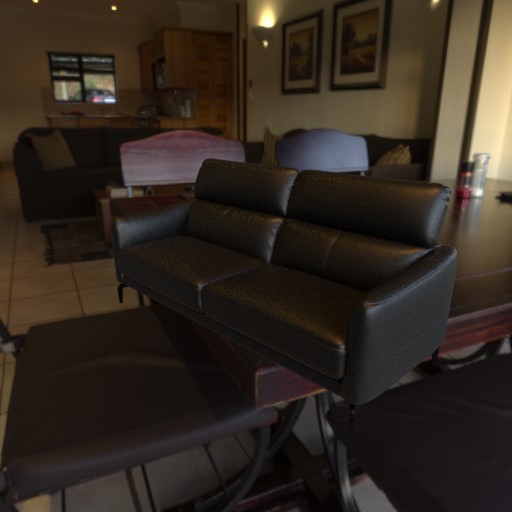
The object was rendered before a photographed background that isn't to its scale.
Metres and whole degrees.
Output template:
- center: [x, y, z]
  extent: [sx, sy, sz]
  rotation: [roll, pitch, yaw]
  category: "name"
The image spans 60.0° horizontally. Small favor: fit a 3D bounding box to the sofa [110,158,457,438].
- center: [0.000, 0.000, 2.599]
  extent: [0.856, 0.957, 2.069]
  rotation: [-17, 25, -42]
  category: "sofa"
